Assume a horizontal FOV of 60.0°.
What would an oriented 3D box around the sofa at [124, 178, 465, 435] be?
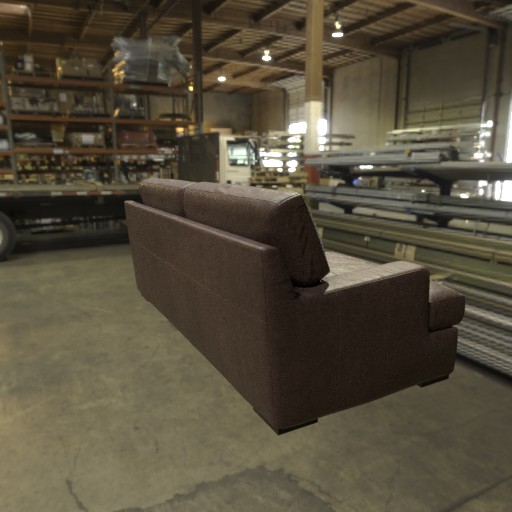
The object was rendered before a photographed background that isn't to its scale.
[{"bbox_3d":[0.000,0.000,2.774,1.143,0.941,2.261,-6,14,-28],"label":"sofa"}]
